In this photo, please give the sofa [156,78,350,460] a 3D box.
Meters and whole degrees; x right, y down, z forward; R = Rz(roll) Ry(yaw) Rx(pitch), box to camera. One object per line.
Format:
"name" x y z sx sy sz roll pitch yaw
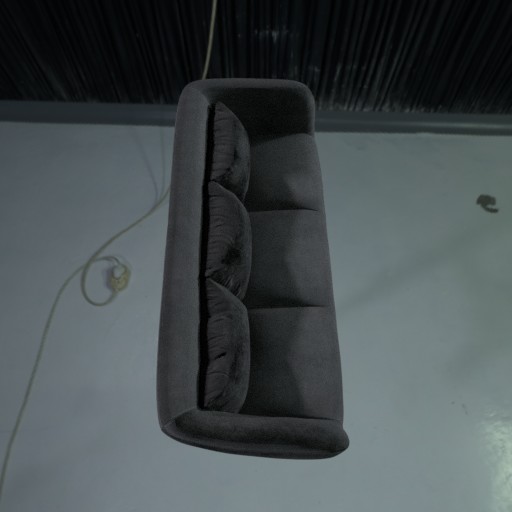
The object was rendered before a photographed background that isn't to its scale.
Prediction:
"sofa" 0.000 0.000 2.726 0.956 0.875 2.296 -1 64 0
